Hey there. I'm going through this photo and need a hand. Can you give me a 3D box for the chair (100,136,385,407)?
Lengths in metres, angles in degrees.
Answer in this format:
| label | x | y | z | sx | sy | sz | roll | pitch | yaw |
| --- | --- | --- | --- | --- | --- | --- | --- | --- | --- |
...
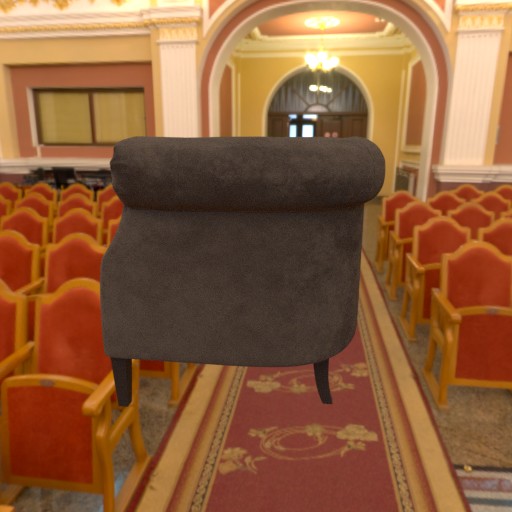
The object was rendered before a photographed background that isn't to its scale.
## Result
| label | x | y | z | sx | sy | sz | roll | pitch | yaw |
| --- | --- | --- | --- | --- | --- | --- | --- | --- | --- |
| chair | 0.000 | 0.000 | 1.593 | 0.851 | 0.826 | 0.904 | 2 | 14 | 8 |
